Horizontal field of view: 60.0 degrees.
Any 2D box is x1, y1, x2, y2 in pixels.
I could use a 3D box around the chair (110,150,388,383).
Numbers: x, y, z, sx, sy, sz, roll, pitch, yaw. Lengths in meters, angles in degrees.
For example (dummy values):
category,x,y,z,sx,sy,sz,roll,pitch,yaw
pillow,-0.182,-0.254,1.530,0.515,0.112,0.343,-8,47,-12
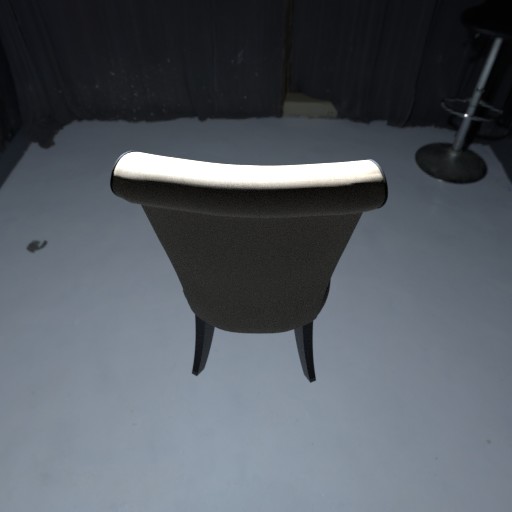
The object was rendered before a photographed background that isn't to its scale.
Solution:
category,x,y,z,sx,sy,sz,roll,pitch,yaw
chair,0.000,0.000,1.338,0.522,0.997,0.623,3,47,2
